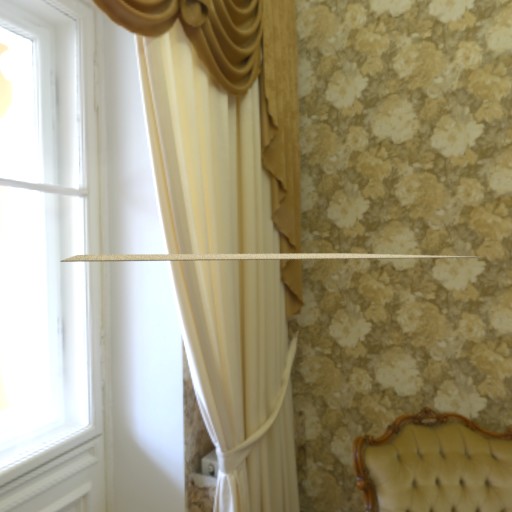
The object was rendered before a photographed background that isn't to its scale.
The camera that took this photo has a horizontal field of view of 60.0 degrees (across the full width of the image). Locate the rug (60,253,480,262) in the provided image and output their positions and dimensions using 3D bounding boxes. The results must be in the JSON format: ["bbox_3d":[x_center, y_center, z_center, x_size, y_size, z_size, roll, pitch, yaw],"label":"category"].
[{"bbox_3d":[0.000,0.000,3.761,2.895,0.006,1.981,0,1,-19],"label":"rug"}]
